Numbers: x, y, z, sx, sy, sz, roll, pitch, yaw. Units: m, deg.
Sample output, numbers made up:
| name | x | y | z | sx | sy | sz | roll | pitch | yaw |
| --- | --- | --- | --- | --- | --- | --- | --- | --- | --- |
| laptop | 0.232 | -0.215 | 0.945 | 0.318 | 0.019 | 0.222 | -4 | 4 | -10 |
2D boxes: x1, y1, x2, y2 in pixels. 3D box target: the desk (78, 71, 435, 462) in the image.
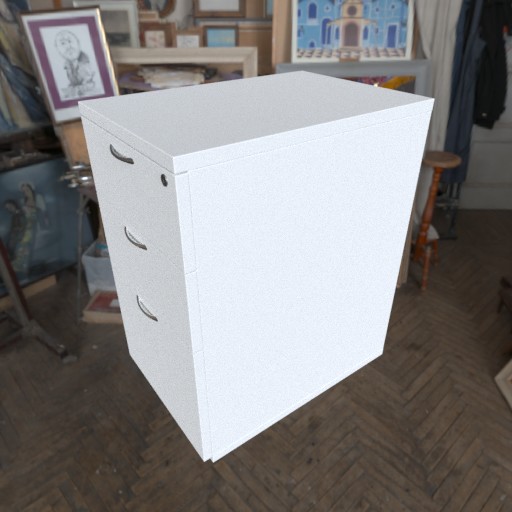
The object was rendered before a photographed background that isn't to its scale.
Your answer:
| name | x | y | z | sx | sy | sz | roll | pitch | yaw |
| --- | --- | --- | --- | --- | --- | --- | --- | --- | --- |
| desk | 0.000 | 0.000 | 1.075 | 0.600 | 0.730 | 0.404 | -21 | 38 | -30 |
